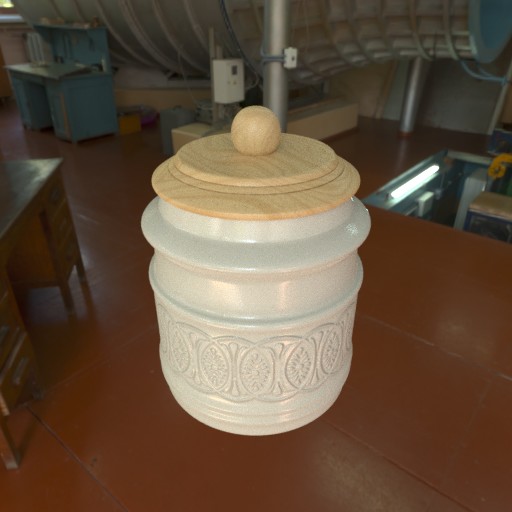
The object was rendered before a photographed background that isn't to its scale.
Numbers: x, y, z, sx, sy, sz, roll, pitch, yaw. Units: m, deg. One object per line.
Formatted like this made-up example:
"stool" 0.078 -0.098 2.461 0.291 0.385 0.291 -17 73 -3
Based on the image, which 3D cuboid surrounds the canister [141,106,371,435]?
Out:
"canister" 0.000 0.000 0.271 0.130 0.176 0.130 0 30 0
